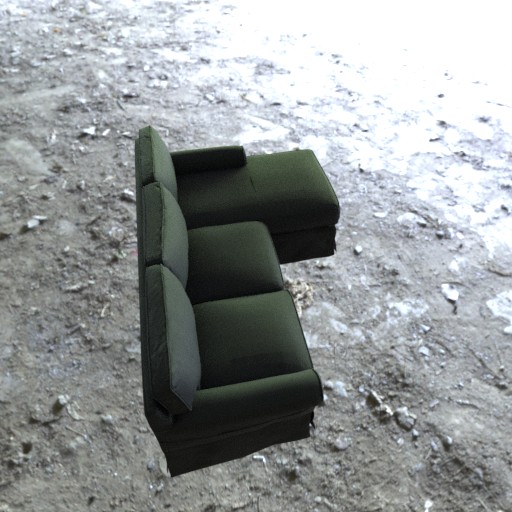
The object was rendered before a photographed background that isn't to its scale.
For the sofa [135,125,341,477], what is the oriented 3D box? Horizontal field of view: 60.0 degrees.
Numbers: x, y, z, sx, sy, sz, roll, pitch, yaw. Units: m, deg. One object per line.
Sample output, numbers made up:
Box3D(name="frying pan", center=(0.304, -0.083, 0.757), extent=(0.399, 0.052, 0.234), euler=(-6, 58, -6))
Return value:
Box3D(name="sofa", center=(0.000, 0.000, 3.290), extent=(1.637, 1.039, 2.518), euler=(-9, 47, -8))
